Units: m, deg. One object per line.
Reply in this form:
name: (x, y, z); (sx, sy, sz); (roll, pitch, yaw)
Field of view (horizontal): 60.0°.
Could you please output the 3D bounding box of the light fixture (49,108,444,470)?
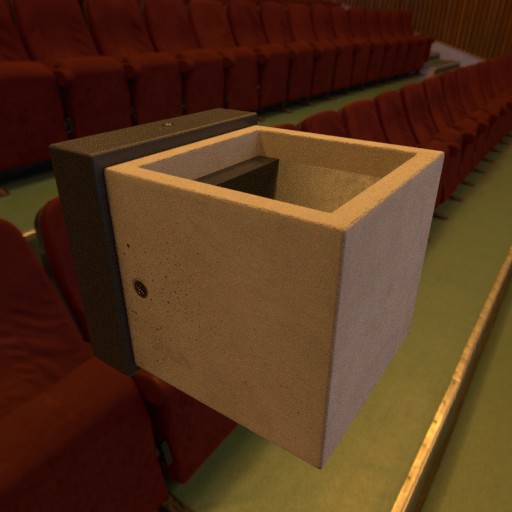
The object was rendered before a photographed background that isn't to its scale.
light fixture: (0.000, 0.000, 0.232); (0.143, 0.121, 0.121); (18, 32, 31)
